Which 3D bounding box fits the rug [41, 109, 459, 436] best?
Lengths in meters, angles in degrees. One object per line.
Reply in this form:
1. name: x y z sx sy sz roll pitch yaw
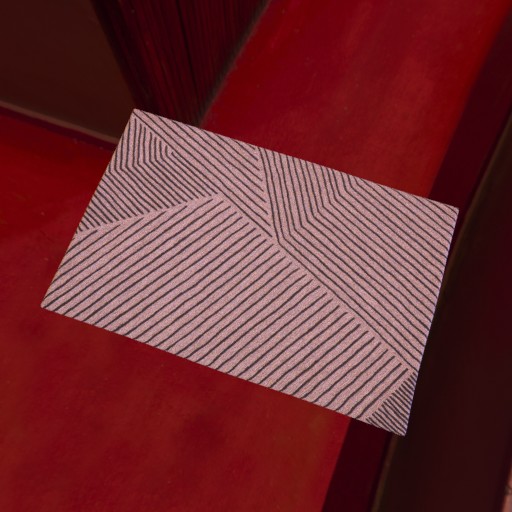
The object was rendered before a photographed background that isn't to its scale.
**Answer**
1. rug: 0.000 0.000 2.936 2.406 0.023 1.539 18 75 5
